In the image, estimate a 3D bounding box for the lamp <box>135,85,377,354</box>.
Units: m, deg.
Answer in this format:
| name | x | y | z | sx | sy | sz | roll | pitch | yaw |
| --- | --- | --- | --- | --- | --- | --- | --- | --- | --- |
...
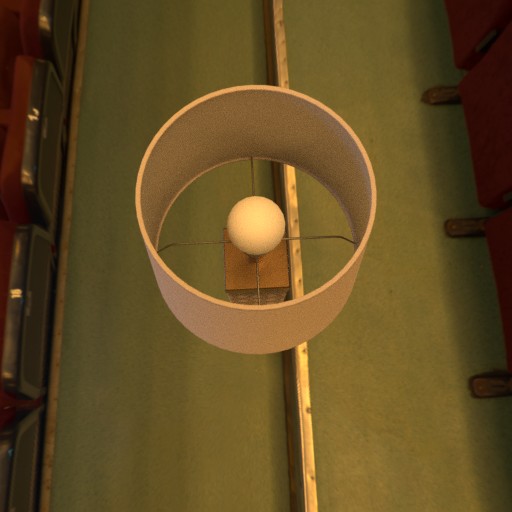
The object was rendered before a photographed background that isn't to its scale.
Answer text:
| name | x | y | z | sx | sy | sz | roll | pitch | yaw |
| --- | --- | --- | --- | --- | --- | --- | --- | --- | --- |
| lamp | 0.000 | 0.000 | 0.575 | 0.251 | 0.435 | 0.251 | 0 | 76 | 0 |
